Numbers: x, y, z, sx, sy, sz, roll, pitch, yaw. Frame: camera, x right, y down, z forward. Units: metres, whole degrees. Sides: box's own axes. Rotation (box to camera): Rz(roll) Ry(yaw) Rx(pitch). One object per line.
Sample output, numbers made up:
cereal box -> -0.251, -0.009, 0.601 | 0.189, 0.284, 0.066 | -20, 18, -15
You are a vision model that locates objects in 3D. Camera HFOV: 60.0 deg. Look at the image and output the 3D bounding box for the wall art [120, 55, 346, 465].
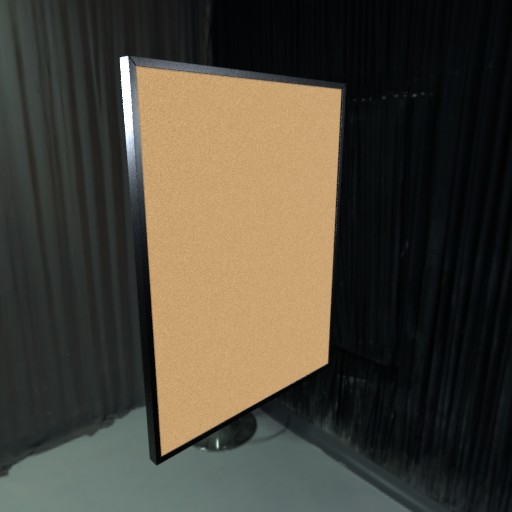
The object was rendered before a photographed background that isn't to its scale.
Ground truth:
wall art -> 0.000, 0.000, 1.384 | 0.805, 1.062, 0.040 | -14, 21, -42
